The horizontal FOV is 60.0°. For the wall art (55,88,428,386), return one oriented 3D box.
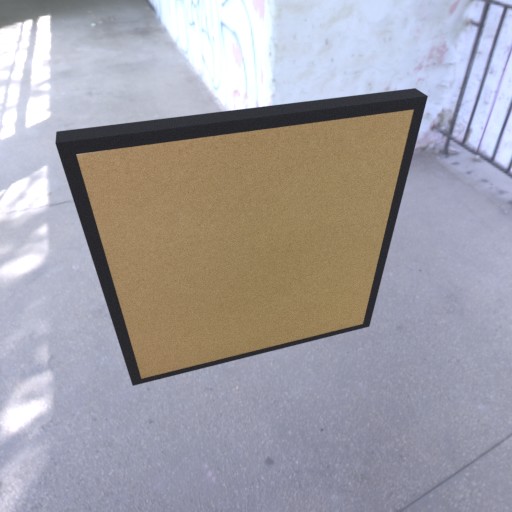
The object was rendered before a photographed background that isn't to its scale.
[{"bbox_3d":[0.000,0.000,0.759,0.508,0.507,0.033,-11,42,-13],"label":"wall art"}]
